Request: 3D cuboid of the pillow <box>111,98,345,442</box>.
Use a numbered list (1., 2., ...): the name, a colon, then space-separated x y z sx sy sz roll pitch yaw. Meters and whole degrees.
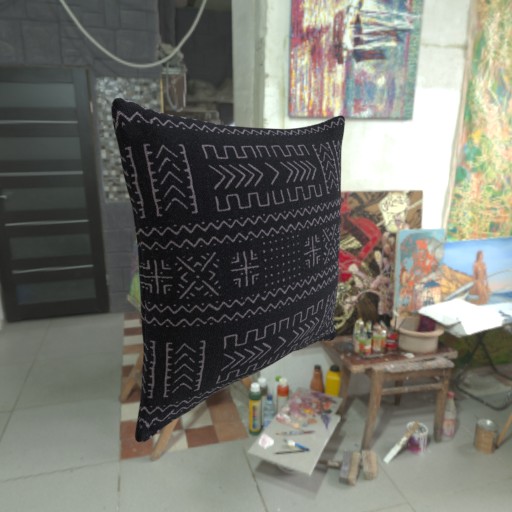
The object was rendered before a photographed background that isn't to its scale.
1. pillow: 0.000 0.000 0.674 0.438 0.430 0.164 -14 21 -43
